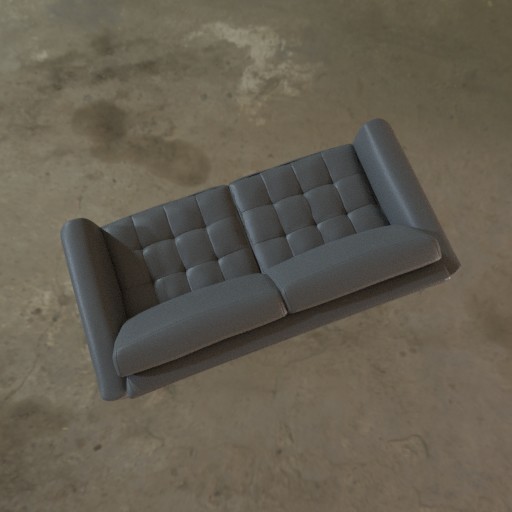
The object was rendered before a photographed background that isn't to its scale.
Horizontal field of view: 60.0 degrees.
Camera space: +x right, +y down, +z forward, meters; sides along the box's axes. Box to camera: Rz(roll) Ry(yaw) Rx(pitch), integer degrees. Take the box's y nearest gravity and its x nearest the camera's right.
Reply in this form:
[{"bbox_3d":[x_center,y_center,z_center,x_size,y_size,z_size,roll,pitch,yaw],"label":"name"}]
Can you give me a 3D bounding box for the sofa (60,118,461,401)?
[{"bbox_3d":[0.000,0.000,2.721,2.177,0.930,1.121,-19,76,-5],"label":"sofa"}]
